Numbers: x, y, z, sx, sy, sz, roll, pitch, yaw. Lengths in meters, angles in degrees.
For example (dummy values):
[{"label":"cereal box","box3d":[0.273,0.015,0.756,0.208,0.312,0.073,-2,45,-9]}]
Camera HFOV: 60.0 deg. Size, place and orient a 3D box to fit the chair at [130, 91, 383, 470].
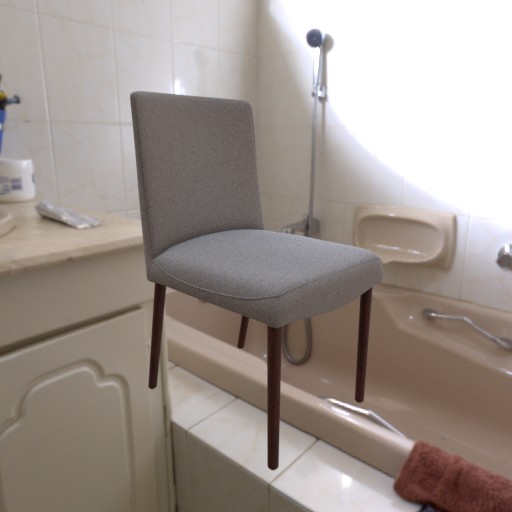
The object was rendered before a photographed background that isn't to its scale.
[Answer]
[{"label":"chair","box3d":[0.000,0.000,1.206,0.570,0.859,0.456,14,20,42]}]
